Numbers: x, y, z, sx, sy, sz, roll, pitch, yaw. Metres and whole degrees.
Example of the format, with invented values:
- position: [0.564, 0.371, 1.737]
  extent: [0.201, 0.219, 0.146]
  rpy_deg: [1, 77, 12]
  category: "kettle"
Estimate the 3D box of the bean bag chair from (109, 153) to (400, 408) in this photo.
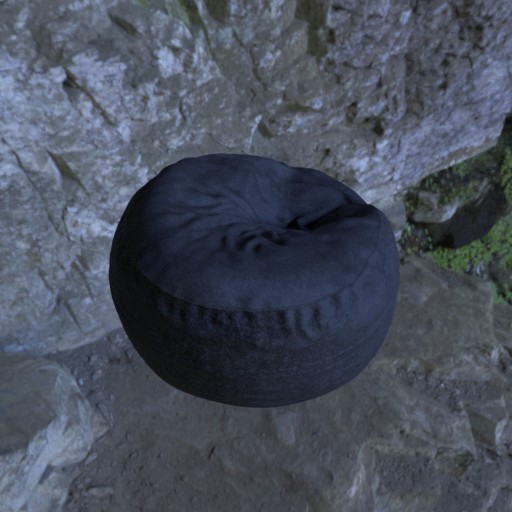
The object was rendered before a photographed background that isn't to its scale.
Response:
- position: [0.000, 0.000, 2.385]
  extent: [1.525, 0.751, 1.525]
  rpy_deg: [0, 43, 0]
  category: "bean bag chair"
